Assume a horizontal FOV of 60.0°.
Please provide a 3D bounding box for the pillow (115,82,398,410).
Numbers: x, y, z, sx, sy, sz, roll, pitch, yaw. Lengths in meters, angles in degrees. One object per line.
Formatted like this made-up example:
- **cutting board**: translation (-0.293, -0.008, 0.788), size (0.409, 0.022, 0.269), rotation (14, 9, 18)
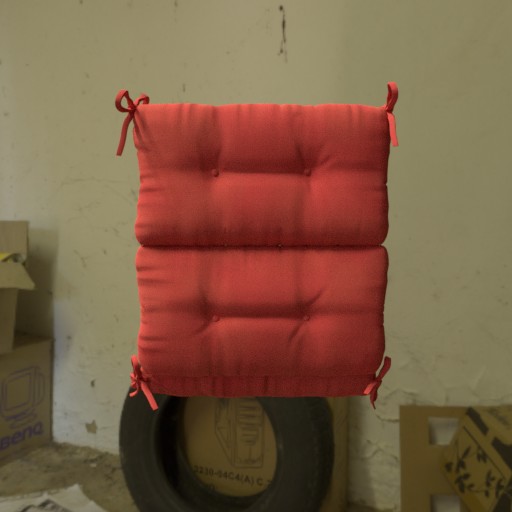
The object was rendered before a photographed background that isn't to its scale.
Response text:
- **pillow**: translation (0.000, 0.000, 1.023), size (0.519, 0.605, 0.571), rotation (0, 1, -1)
